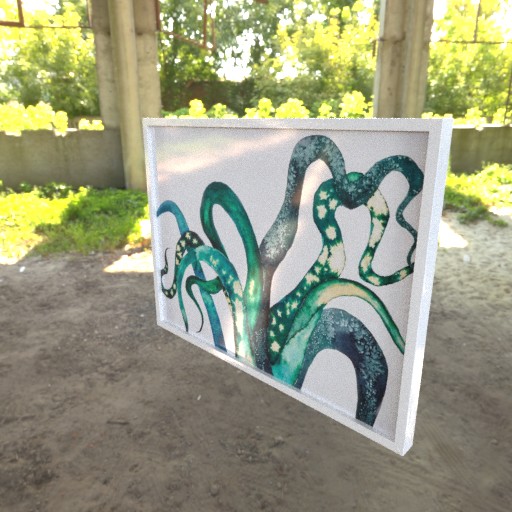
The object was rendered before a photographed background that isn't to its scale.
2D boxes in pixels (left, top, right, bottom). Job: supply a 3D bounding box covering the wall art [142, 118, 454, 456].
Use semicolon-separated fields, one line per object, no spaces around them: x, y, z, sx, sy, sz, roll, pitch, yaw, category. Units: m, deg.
0.000;0.000;1.325;1.041;0.787;0.053;16;23;41;wall art
